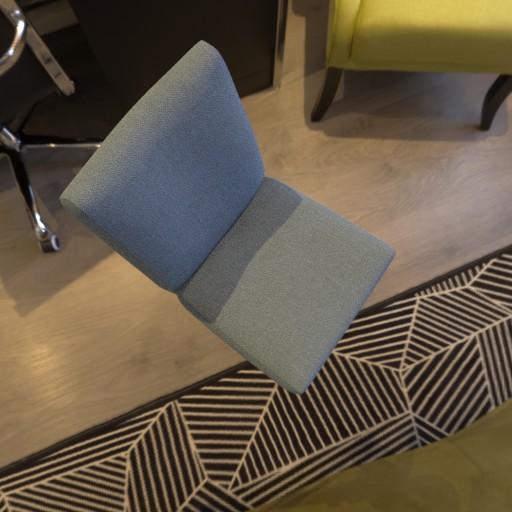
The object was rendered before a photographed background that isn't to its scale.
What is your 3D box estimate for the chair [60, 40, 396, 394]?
[{"bbox_3d":[0.000,0.000,1.229,0.629,0.882,0.487,35,78,9],"label":"chair"}]
